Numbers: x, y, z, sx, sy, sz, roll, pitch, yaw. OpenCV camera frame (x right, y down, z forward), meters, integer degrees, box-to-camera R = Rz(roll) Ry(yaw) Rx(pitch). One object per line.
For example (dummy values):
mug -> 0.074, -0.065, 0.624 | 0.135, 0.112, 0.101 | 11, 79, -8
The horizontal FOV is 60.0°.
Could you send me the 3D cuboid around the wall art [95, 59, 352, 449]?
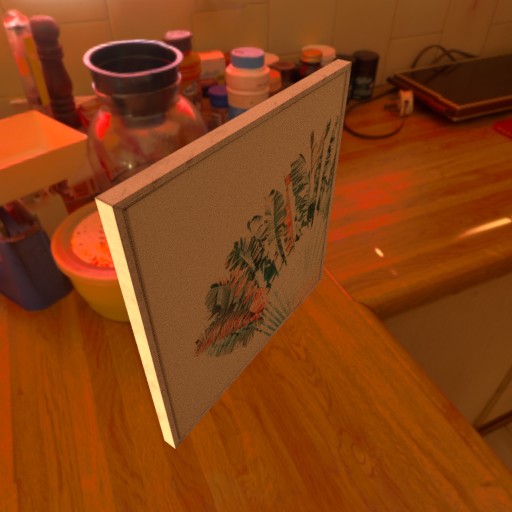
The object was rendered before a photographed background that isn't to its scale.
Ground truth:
wall art -> 0.000, 0.000, 1.126 | 0.038, 0.757, 0.760 | 25, 48, 26
